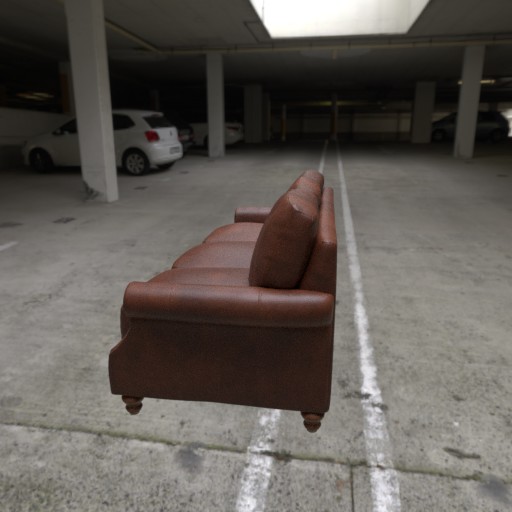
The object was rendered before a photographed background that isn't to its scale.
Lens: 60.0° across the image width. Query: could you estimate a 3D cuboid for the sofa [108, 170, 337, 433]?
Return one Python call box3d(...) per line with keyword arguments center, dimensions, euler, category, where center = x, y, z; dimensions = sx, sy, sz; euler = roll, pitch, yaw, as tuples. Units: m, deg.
box3d(center=(0.000, 0.000, 2.819), dimensions=(0.973, 0.977, 2.351), euler=(2, 15, 9), category="sofa")
